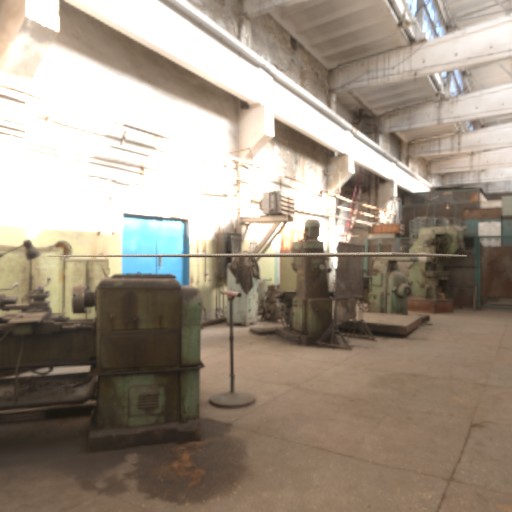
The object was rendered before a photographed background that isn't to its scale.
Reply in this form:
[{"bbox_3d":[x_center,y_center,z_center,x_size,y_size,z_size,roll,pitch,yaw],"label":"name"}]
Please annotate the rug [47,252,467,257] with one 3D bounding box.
[{"bbox_3d":[0.000,0.000,2.877,2.284,0.008,1.522,0,0,35],"label":"rug"}]
